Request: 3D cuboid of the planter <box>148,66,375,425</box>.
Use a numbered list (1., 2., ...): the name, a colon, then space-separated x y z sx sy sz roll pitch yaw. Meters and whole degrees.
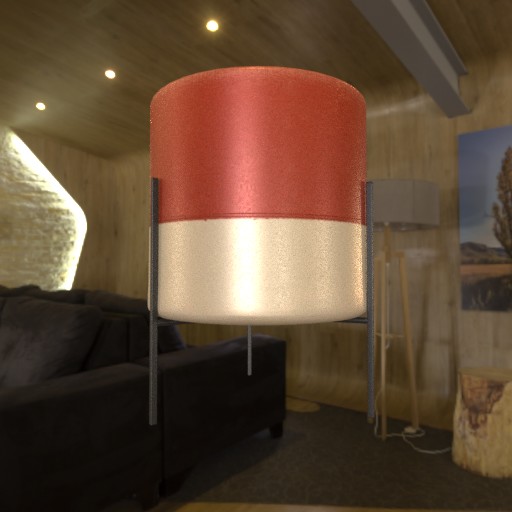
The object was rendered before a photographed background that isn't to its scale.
1. planter: 0.000 0.000 0.711 0.354 0.465 0.345 1 -2 -35
